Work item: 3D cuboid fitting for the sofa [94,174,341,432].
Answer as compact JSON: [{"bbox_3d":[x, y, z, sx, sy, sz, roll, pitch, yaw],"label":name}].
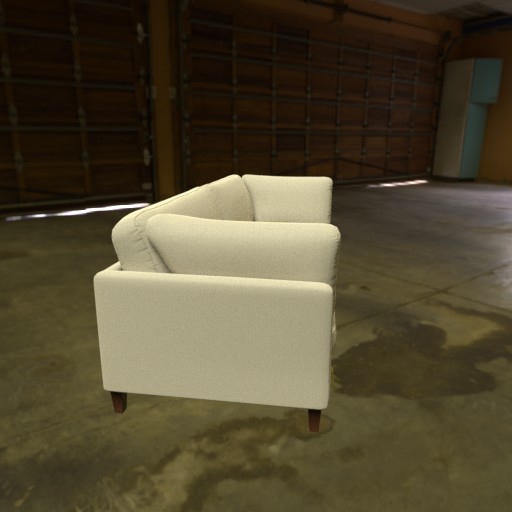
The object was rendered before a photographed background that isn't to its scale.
[{"bbox_3d":[0.000,0.000,2.769,0.957,0.863,2.301,2,15,8],"label":"sofa"}]
